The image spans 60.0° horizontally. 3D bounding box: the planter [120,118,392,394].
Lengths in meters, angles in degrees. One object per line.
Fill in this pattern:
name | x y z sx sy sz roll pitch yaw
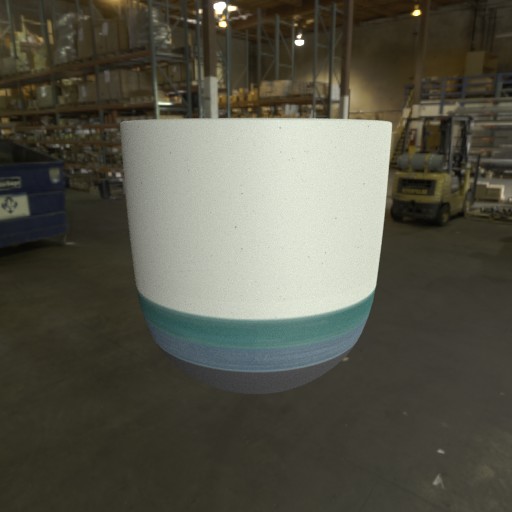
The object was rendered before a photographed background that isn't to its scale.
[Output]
planter | 0.000 0.000 0.373 0.204 0.214 0.204 0 15 0
